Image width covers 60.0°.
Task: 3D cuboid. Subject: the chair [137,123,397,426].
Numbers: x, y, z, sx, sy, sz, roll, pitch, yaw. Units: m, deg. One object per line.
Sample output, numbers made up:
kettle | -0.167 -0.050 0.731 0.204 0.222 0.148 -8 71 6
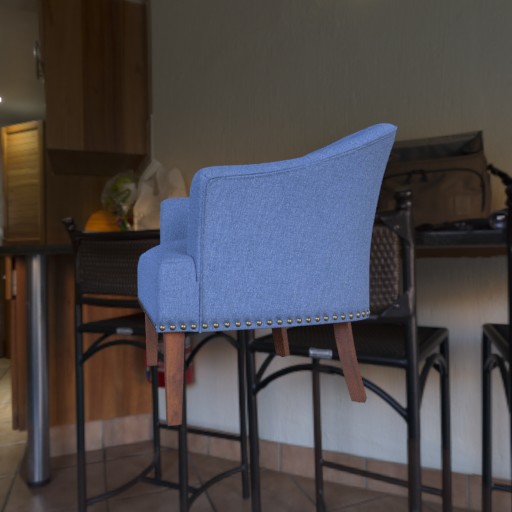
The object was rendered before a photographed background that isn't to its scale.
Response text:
chair | 0.000 0.000 1.430 0.704 0.815 0.798 0 1 -18
